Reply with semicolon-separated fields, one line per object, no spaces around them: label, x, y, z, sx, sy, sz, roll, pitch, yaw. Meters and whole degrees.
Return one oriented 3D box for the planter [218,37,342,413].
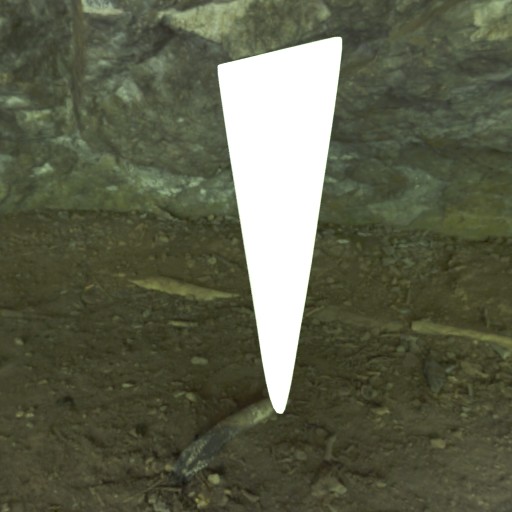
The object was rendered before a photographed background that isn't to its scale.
planter;0.000;0.000;0.394;0.065;0.338;0.143;-8;17;-26
